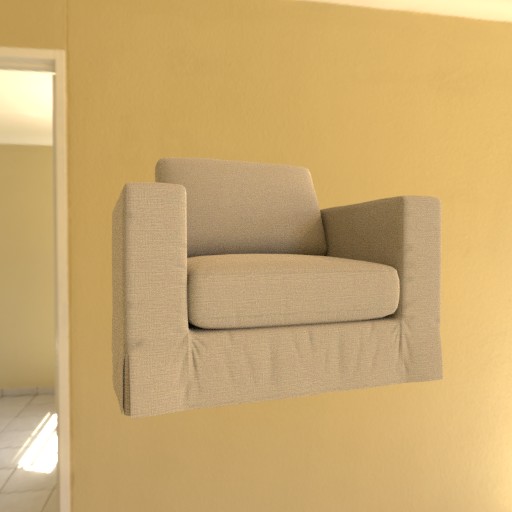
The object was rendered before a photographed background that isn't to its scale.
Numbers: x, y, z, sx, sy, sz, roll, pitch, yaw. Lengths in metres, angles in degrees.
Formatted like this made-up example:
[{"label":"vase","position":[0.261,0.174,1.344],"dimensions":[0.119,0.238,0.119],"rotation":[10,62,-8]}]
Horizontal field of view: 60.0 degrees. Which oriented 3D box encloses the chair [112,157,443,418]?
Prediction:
[{"label":"chair","position":[0.000,0.000,1.850],"dimensions":[1.150,0.878,0.957],"rotation":[0,1,-20]}]
